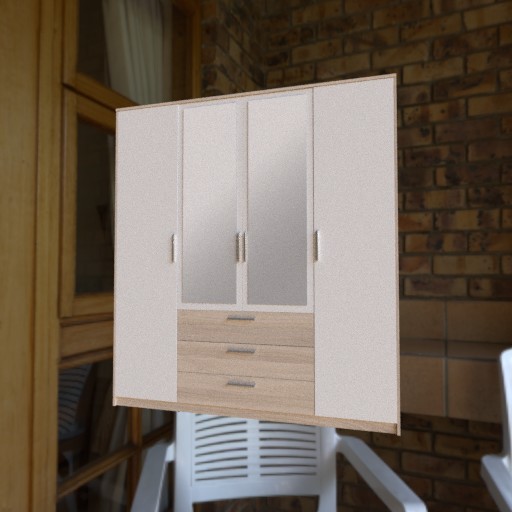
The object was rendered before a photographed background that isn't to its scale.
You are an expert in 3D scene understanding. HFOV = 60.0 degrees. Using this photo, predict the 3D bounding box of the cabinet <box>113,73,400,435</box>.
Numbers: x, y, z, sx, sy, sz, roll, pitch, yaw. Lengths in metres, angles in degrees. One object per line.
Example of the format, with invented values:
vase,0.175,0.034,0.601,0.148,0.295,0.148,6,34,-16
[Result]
cabinet,0.000,0.000,3.071,1.870,2.060,0.620,-1,-2,17
